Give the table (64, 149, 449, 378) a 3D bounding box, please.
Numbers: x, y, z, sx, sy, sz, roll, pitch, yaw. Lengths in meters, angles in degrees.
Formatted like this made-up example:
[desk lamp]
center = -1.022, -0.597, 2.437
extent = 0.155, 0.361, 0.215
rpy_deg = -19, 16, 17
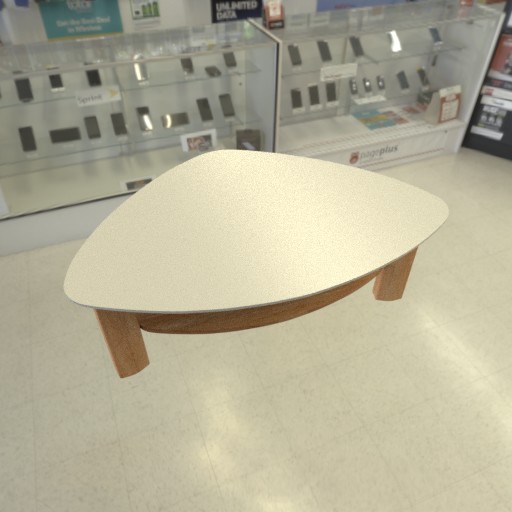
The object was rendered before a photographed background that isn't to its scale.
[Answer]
[table]
center = 0.000, 0.000, 1.649
extent = 1.250, 0.440, 0.850
rpy_deg = -13, 44, -14
